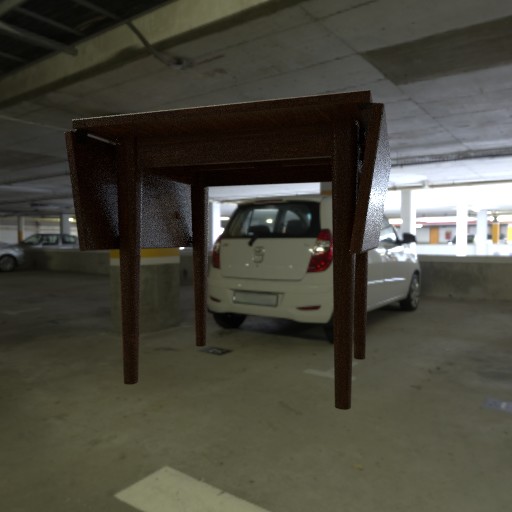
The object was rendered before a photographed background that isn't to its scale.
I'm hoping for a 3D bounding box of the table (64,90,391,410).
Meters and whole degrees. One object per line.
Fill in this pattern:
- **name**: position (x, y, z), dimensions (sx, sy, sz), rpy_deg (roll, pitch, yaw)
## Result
- **table**: position (0.000, 0.000, 1.480), dimensions (0.843, 0.763, 0.812), rpy_deg (1, 2, 18)
